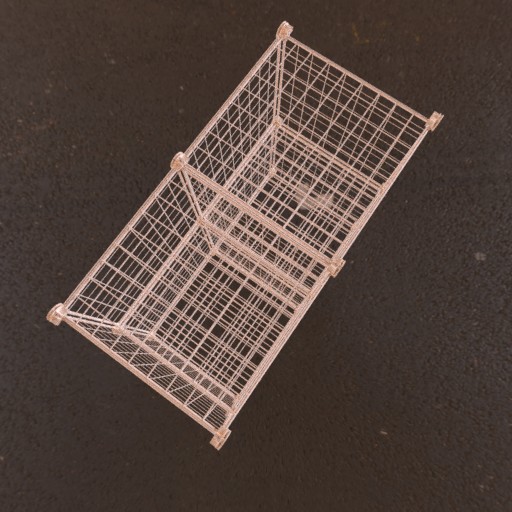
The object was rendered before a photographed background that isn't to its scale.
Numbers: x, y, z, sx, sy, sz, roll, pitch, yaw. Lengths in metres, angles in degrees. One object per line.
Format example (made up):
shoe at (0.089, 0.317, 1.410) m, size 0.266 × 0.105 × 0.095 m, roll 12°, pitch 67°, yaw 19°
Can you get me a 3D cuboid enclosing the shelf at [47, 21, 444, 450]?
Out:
shelf at (0.000, 0.000, 1.118) m, size 0.356 × 0.711 × 0.711 m, roll 34°, pitch 79°, yaw 7°
